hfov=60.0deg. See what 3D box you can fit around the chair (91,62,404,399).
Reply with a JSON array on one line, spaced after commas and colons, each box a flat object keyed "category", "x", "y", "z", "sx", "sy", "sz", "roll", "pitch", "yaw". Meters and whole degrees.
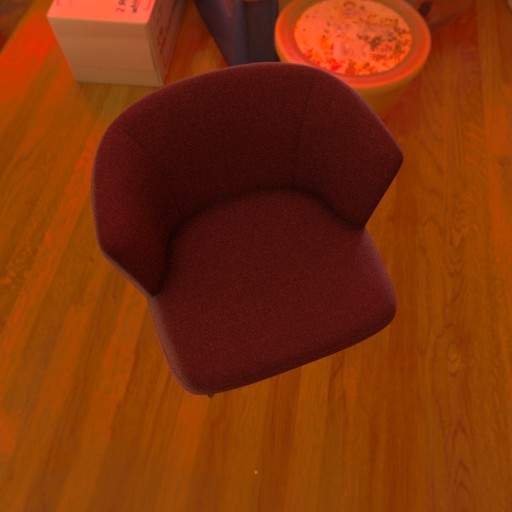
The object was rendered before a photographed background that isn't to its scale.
[{"category": "chair", "x": 0.000, "y": 0.000, "z": 1.257, "sx": 0.700, "sy": 0.760, "sz": 0.660, "roll": -18, "pitch": 65, "yaw": -9}]
